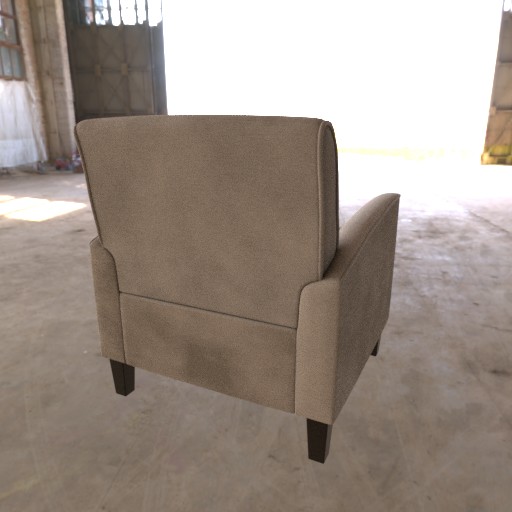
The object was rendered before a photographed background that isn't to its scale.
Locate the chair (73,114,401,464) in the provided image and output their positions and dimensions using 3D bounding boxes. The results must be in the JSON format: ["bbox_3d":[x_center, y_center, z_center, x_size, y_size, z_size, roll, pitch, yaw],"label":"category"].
[{"bbox_3d":[0.000,0.000,1.531,0.820,0.915,0.821,8,18,26],"label":"chair"}]
